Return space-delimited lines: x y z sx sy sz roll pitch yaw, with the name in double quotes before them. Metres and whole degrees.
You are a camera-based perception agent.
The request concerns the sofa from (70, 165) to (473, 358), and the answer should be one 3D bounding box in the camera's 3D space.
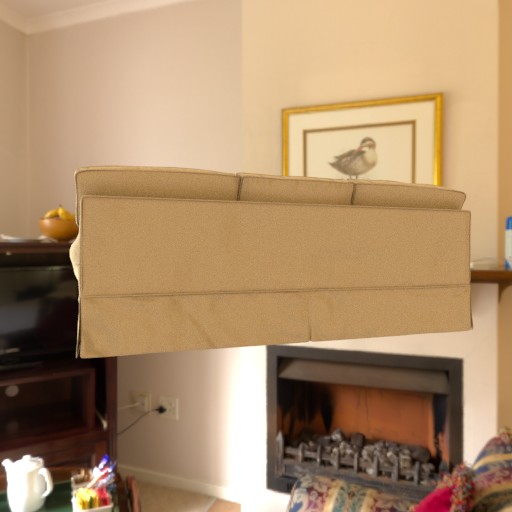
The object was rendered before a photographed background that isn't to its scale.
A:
"sofa" 0.000 0.000 3.306 2.475 0.978 1.733 0 0 -19
